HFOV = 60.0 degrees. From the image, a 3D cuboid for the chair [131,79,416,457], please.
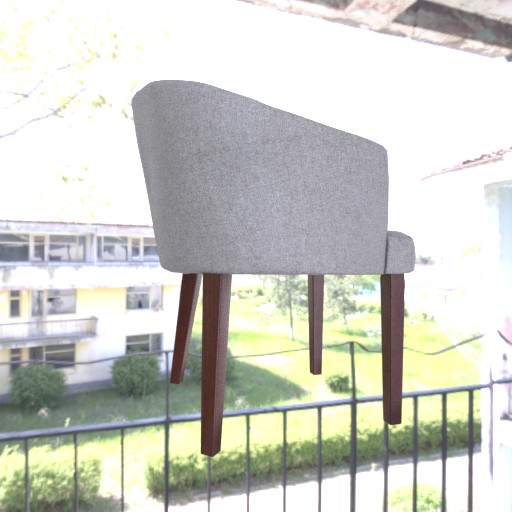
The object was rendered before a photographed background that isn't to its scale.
[{"bbox_3d":[0.000,0.000,1.212,0.655,0.811,0.583,0,1,-17],"label":"chair"}]
